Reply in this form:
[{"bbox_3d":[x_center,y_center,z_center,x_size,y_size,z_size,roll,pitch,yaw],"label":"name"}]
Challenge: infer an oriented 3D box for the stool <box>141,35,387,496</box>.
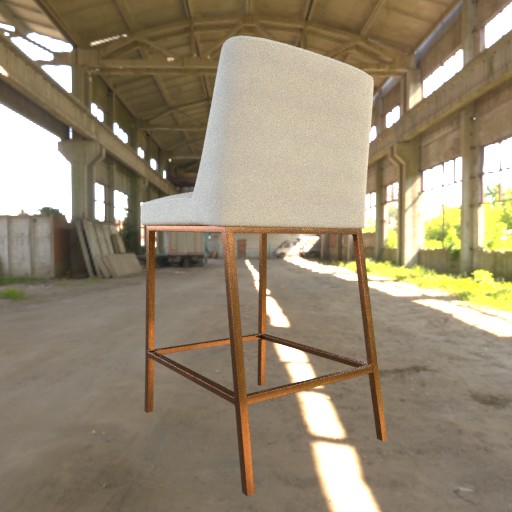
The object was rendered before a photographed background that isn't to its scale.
[{"bbox_3d":[0.000,0.000,1.269,0.507,0.973,0.576,-1,2,-35],"label":"stool"}]
